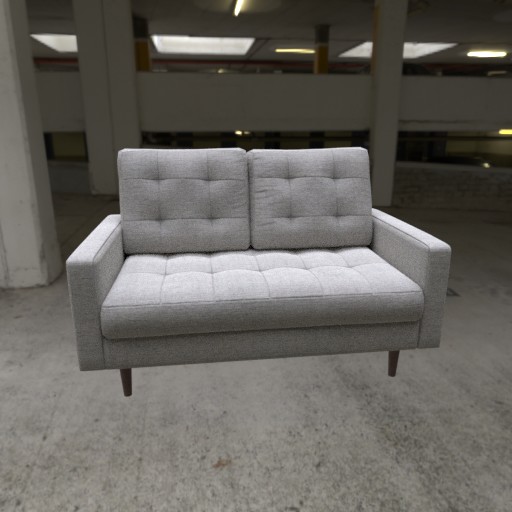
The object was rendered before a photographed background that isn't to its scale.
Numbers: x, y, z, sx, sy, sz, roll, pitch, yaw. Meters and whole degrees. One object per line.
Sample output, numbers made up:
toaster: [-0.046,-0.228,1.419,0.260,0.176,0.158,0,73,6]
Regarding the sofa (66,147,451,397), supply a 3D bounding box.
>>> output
sofa: [0.000,0.000,1.973,1.407,0.907,0.842,-2,17,-7]
